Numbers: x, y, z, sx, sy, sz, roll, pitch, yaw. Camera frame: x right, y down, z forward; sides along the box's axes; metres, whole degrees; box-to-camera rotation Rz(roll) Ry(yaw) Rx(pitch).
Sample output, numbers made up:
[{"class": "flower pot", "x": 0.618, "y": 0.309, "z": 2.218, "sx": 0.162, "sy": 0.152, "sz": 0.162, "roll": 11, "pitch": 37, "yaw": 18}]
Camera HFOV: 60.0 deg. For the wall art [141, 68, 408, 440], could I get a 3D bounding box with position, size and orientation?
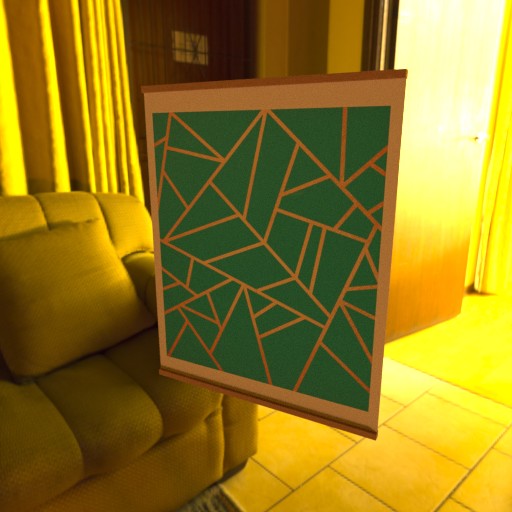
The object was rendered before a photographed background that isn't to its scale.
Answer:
[{"class": "wall art", "x": 0.000, "y": 0.000, "z": 0.681, "sx": 0.405, "sy": 0.508, "sz": 0.012, "roll": 8, "pitch": 17, "yaw": 27}]
